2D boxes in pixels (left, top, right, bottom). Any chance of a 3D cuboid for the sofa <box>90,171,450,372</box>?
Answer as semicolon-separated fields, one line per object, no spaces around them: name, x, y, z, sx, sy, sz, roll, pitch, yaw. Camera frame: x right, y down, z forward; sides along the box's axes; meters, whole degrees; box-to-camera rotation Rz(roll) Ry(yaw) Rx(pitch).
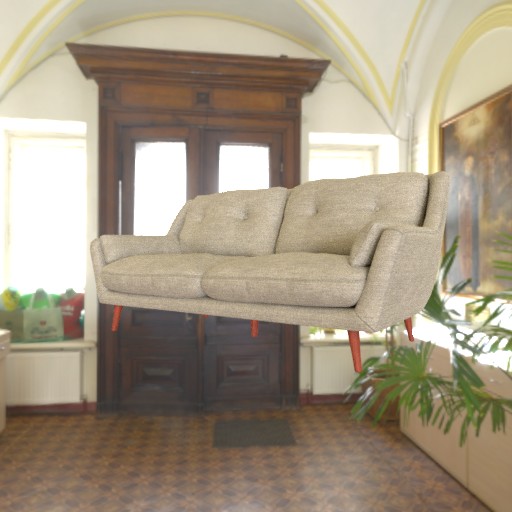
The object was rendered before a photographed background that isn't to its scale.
sofa;0.000;0.000;2.463;1.930;0.897;0.976;0;0;37
